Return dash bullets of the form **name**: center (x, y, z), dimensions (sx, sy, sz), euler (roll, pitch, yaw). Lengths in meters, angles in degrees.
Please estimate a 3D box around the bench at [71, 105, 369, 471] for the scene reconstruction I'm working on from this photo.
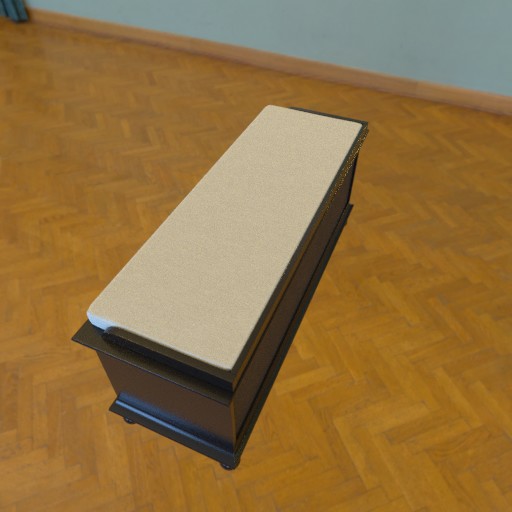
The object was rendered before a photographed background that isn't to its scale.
- **bench**: center (0.000, 0.000, 1.477), dimensions (0.402, 0.501, 1.185), euler (18, 48, 16)
